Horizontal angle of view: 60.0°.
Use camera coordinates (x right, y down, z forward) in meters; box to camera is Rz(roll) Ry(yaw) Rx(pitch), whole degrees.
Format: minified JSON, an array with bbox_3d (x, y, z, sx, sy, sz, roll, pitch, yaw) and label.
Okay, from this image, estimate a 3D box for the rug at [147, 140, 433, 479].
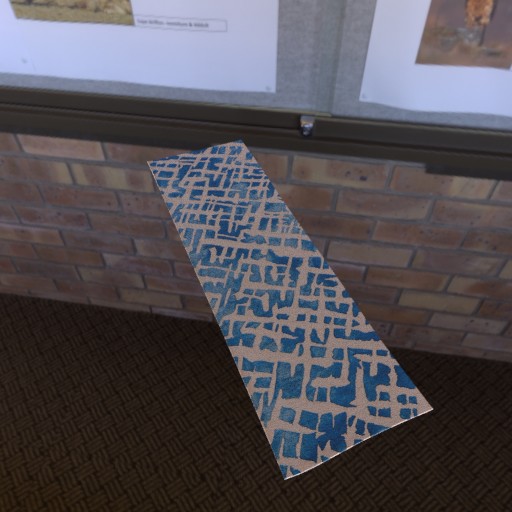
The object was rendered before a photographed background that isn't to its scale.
[{"bbox_3d":[0.000,0.000,2.716,0.768,0.011,2.446,-17,50,-15],"label":"rug"}]
